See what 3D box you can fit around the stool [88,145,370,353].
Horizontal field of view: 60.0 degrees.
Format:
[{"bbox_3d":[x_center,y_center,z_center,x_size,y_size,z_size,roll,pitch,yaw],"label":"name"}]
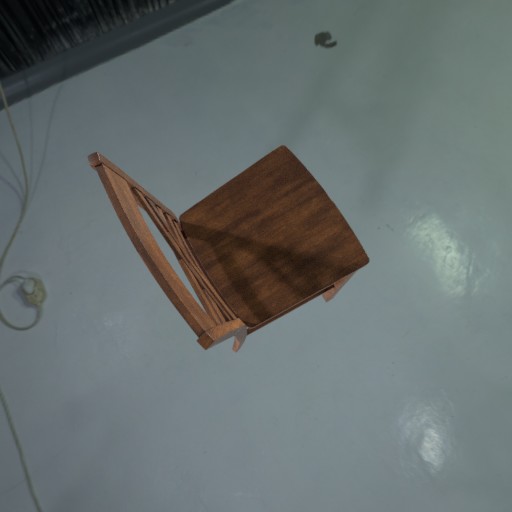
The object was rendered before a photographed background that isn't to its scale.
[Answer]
[{"bbox_3d":[0.000,0.000,1.344,0.504,1.098,0.426,-32,77,-8],"label":"stool"}]
